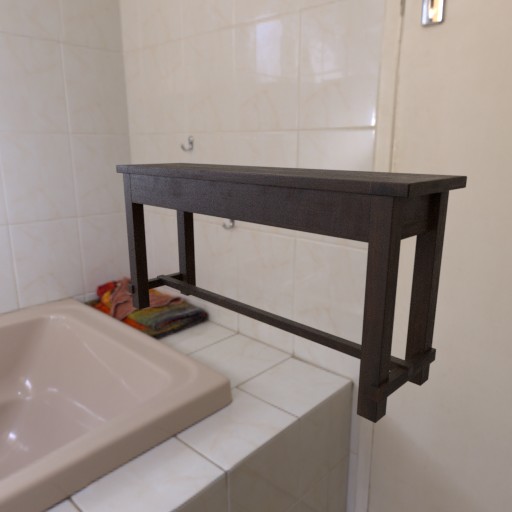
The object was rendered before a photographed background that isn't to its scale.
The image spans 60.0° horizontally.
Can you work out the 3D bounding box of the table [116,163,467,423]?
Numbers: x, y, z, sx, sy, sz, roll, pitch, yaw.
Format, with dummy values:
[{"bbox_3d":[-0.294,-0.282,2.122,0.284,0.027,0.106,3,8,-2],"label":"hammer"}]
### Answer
[{"bbox_3d":[0.000,0.000,1.977,1.599,0.762,0.442,14,19,43],"label":"table"}]
